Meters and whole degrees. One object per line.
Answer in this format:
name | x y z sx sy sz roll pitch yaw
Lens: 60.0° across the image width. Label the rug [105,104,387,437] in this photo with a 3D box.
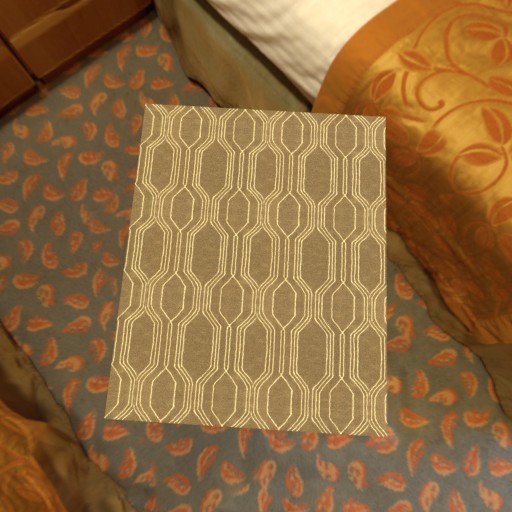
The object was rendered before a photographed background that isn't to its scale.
rug | 0.000 0.000 4.184 2.457 0.012 3.062 3 77 1
